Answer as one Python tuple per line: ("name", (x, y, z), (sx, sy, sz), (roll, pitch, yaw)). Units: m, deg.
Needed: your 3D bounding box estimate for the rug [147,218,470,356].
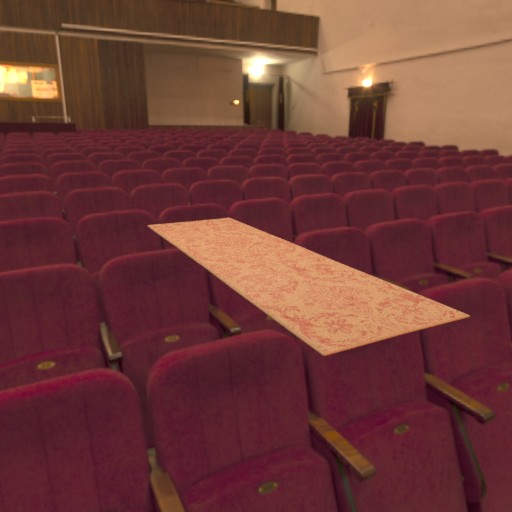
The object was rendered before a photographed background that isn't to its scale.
("rug", (0.000, 0.000, 2.439), (0.662, 0.011, 2.196), (-8, 17, -26))
